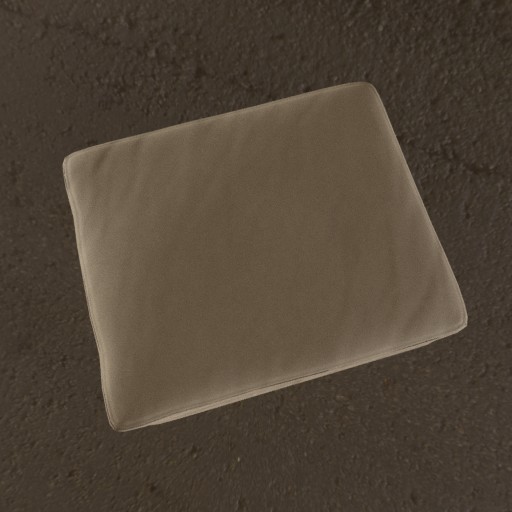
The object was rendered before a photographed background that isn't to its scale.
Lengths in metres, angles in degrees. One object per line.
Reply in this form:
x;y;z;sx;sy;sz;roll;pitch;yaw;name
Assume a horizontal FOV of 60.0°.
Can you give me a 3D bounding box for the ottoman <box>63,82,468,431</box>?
0.000;0.000;1.441;1.002;0.492;0.836;-15;75;-4;ottoman
